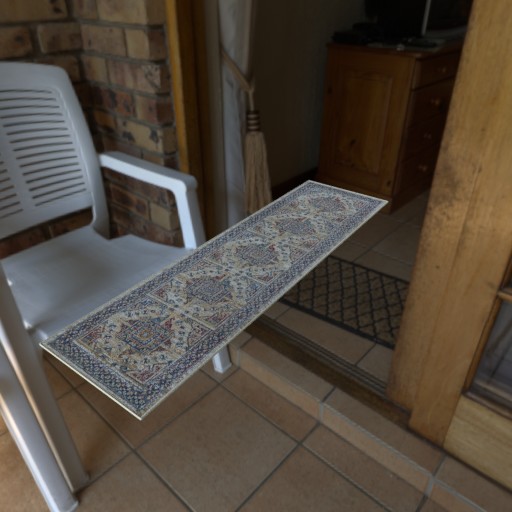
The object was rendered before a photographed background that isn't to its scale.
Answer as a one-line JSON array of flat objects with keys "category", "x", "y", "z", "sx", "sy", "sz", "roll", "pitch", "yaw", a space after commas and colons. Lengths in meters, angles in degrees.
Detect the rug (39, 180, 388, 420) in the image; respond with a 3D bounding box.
[{"category": "rug", "x": 0.000, "y": 0.000, "z": 2.554, "sx": 0.661, "sy": 0.013, "sz": 2.297, "roll": 21, "pitch": 38, "yaw": 30}]
